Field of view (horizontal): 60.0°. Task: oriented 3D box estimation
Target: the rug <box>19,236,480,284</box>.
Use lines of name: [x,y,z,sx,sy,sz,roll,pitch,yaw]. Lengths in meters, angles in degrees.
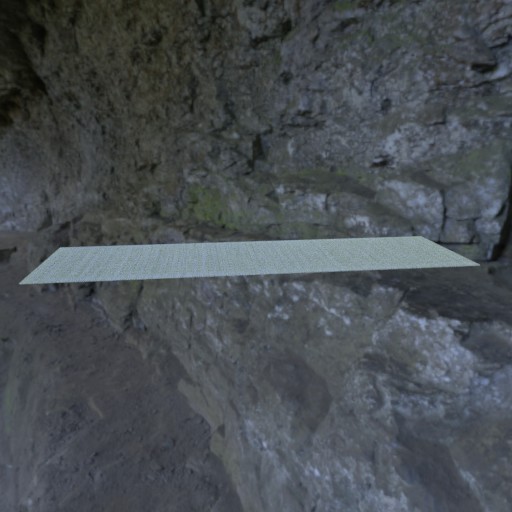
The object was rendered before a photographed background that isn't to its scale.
rug: [0.000,0.000,2.656,2.437,0.006,0.686,-2,16,-7]
